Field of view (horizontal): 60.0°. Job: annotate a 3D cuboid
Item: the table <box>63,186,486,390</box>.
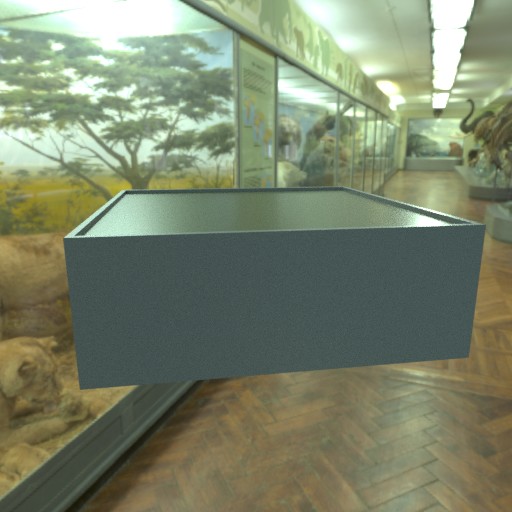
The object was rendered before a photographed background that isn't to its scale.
[{"bbox_3d":[0.000,0.000,1.243,0.801,0.299,0.801,-2,15,-9],"label":"table"}]
